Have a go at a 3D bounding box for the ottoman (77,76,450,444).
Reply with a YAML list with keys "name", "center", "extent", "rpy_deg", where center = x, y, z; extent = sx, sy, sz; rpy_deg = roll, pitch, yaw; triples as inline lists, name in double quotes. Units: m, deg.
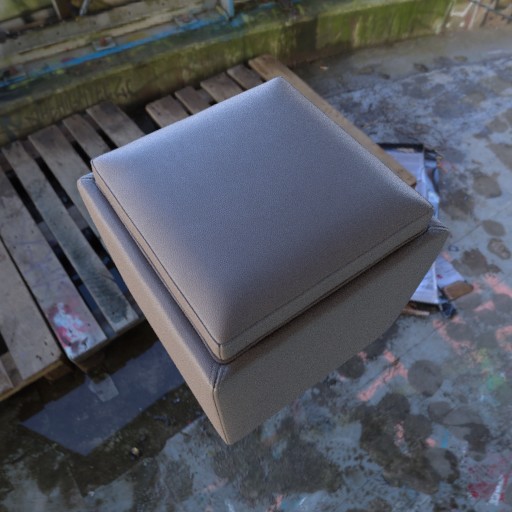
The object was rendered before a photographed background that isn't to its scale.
- name: "ottoman"
  center: [0.000, 0.000, 0.840]
  extent: [0.450, 0.460, 0.451]
  rpy_deg: [-31, 62, -18]
